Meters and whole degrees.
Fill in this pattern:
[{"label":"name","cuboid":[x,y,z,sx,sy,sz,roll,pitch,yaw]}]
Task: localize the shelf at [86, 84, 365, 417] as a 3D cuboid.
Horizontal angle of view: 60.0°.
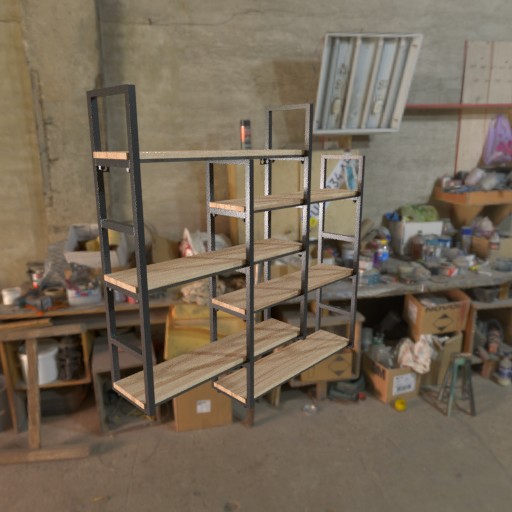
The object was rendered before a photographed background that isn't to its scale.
[{"label":"shelf","cuboid":[0.000,0.000,1.398,0.183,0.921,0.946,13,19,42]}]
